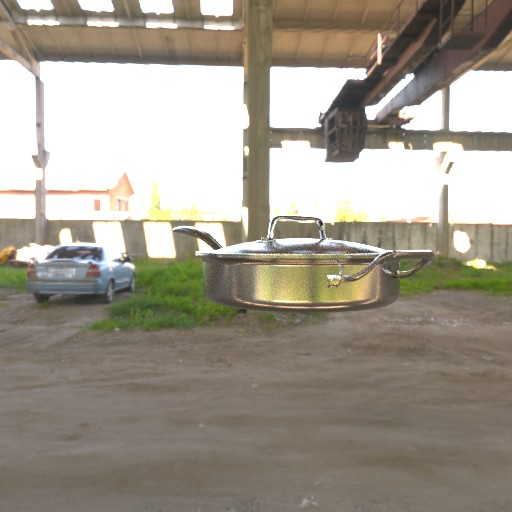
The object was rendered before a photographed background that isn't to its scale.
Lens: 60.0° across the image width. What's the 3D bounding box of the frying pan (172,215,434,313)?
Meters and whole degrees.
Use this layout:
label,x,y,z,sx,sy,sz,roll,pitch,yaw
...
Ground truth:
label,x,y,z,sx,sy,sz,roll,pitch,yaw
frying pan,0.000,0.000,0.682,0.280,0.114,0.561,-1,2,-36
